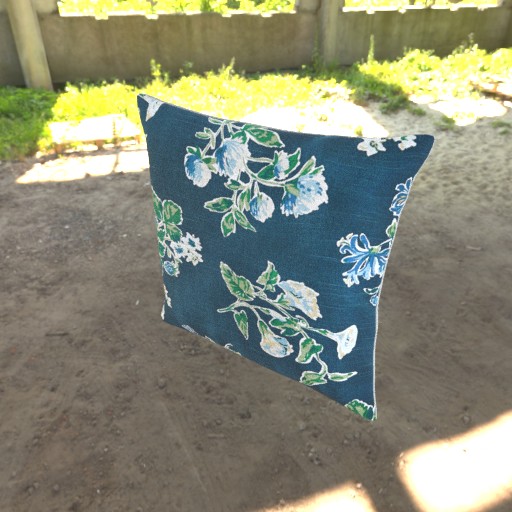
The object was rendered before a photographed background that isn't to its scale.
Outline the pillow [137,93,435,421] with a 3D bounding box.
[{"bbox_3d":[0.000,0.000,0.794,0.525,0.508,0.166,19,35,29],"label":"pillow"}]
